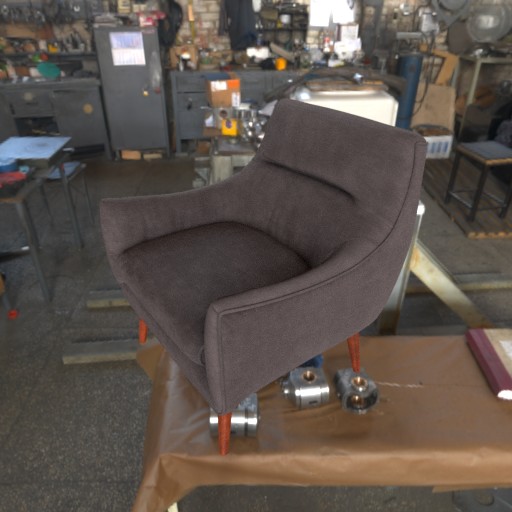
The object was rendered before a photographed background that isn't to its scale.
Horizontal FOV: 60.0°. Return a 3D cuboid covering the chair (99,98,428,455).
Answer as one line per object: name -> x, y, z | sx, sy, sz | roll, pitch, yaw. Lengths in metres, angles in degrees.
chair -> 0.000, 0.000, 1.458 | 0.787, 0.838, 0.762 | -20, 36, -30
